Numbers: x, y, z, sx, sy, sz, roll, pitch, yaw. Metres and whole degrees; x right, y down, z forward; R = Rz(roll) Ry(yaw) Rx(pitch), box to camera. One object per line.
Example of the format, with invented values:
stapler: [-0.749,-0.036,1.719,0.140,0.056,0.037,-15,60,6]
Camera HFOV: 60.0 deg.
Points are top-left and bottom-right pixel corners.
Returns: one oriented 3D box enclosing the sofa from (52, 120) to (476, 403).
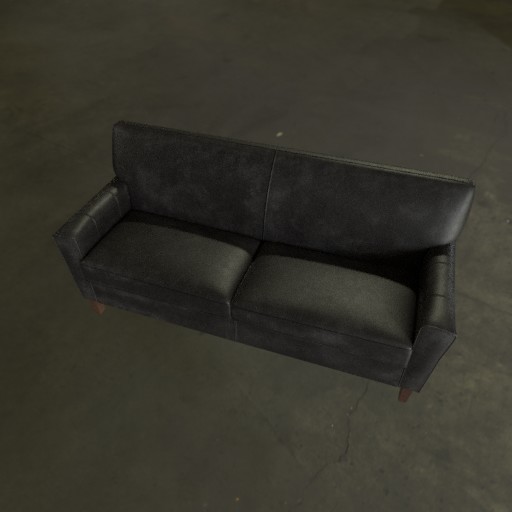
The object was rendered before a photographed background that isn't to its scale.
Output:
sofa: [0.000,0.000,2.471,2.053,0.947,0.805,13,45,14]
